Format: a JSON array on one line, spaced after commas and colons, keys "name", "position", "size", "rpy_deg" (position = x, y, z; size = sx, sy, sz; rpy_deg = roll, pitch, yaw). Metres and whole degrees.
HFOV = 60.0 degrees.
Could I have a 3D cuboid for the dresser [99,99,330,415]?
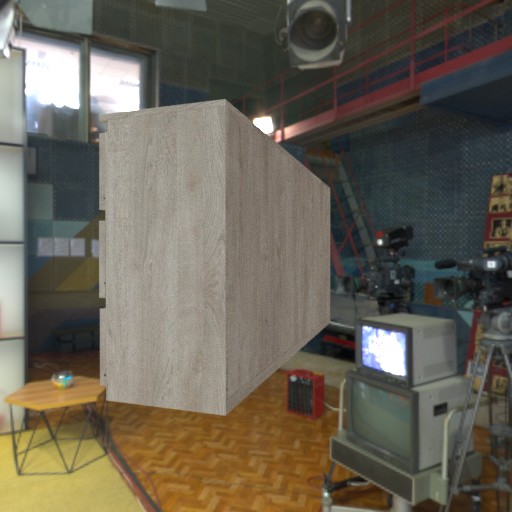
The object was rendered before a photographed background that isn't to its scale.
[{"name": "dresser", "position": [0.000, 0.000, 1.925], "size": [0.390, 0.795, 1.590], "rpy_deg": [0, 0, 19]}]
